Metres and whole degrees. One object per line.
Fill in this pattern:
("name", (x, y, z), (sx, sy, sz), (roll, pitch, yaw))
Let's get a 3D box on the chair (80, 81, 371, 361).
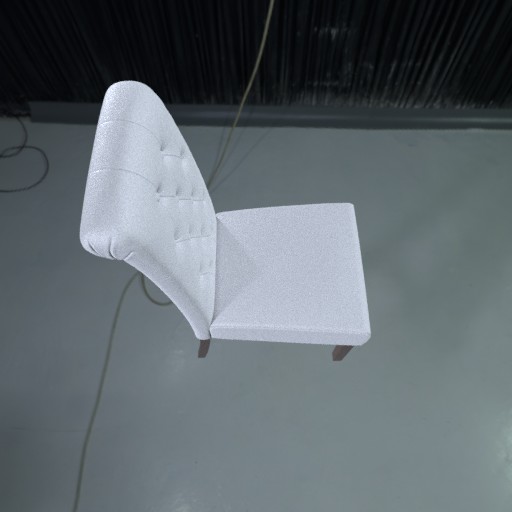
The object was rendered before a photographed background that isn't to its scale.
("chair", (0.000, 0.000, 1.322), (0.671, 1.006, 0.456), (-1, 64, 0))
